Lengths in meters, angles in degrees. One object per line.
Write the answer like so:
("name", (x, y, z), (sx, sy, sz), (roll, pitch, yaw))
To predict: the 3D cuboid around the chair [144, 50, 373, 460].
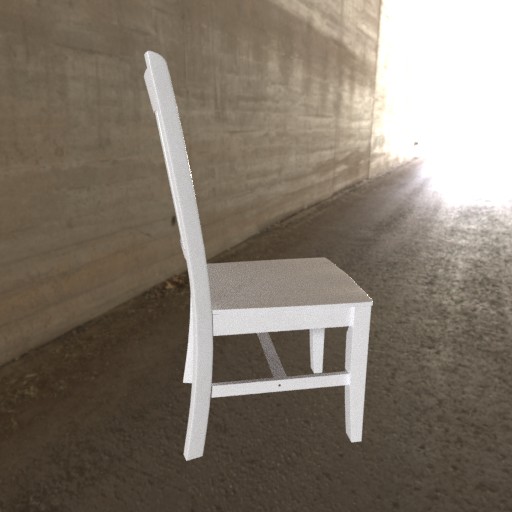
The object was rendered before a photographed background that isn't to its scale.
("chair", (0.000, 0.000, 1.265), (0.555, 0.998, 0.450), (-3, 16, -9))
